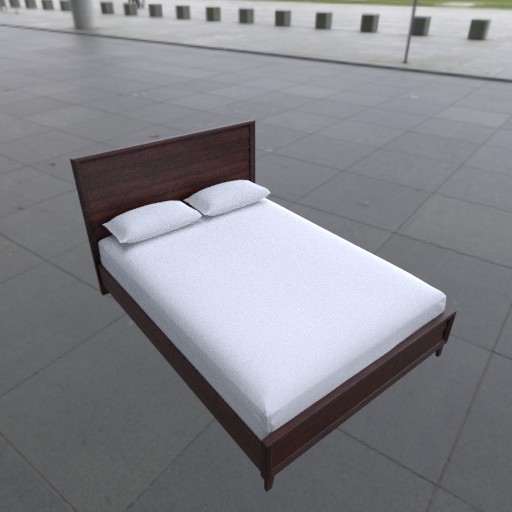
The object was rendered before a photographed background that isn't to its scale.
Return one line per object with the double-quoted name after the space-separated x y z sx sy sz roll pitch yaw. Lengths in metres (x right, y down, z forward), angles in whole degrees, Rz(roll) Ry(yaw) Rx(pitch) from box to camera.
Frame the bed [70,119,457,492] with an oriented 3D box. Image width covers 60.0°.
0.000 0.000 3.934 2.040 1.492 2.803 -23 39 -32 "bed"
